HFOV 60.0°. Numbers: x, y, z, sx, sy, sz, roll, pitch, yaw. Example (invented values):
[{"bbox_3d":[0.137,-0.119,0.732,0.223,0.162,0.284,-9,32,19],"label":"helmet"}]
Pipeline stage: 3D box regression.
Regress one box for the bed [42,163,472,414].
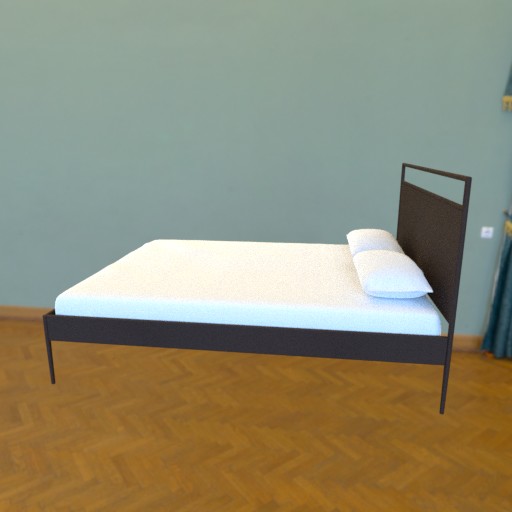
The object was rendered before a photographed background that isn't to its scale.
[{"bbox_3d":[0.000,0.000,2.965,2.122,1.173,1.572,2,14,8],"label":"bed"}]
